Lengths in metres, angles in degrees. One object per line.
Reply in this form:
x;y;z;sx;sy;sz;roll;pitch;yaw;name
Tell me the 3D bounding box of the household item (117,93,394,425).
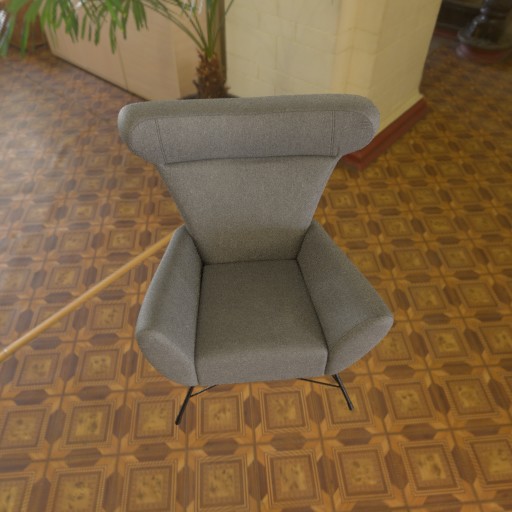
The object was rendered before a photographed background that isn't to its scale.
0.000;0.000;1.804;0.980;1.050;0.900;-4;47;-3;household item
